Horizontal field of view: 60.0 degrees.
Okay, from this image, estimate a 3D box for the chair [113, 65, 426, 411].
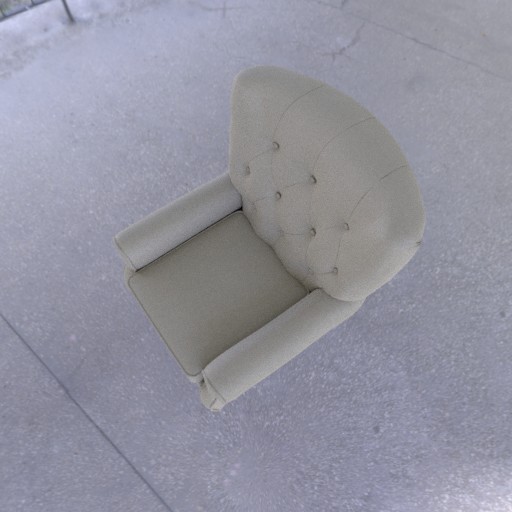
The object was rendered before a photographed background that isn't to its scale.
[{"bbox_3d":[0.000,0.000,1.921,1.059,1.158,0.943,-33,69,-15],"label":"chair"}]
